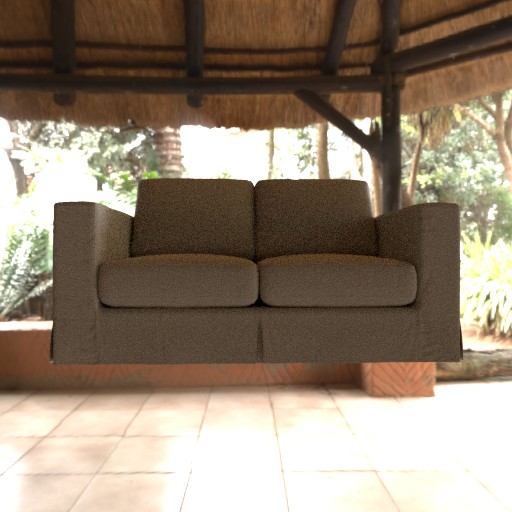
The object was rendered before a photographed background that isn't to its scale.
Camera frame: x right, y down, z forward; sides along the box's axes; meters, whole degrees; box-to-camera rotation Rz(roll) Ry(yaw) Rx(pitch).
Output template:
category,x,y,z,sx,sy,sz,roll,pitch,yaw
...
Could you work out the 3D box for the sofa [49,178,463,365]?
category,x,y,z,sx,sy,sz,roll,pitch,yaw
sofa,0.000,0.000,2.411,1.813,0.932,1.009,0,0,-2
